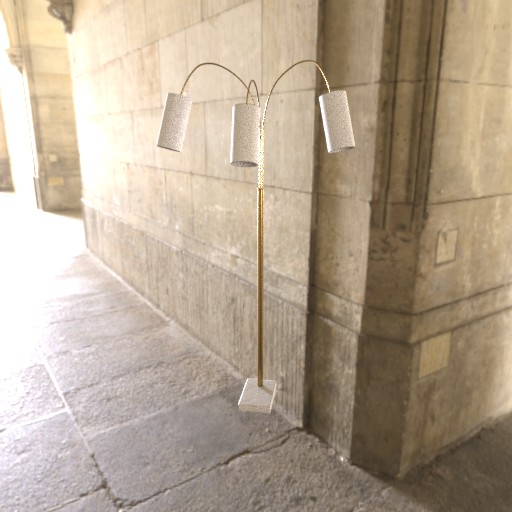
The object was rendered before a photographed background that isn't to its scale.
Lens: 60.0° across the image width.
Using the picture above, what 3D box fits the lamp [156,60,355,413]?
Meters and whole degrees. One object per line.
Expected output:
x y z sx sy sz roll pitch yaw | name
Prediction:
0.000 0.000 2.508 1.020 2.055 0.667 3 16 9 | lamp
